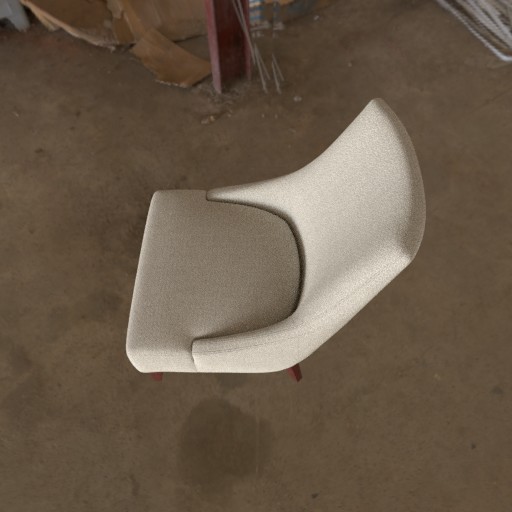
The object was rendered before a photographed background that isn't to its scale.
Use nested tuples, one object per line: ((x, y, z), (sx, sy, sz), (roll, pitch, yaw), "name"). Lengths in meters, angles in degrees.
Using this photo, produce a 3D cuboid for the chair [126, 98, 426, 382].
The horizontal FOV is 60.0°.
((0.000, 0.000, 1.529), (0.861, 0.909, 0.701), (1, 59, 1), "chair")
